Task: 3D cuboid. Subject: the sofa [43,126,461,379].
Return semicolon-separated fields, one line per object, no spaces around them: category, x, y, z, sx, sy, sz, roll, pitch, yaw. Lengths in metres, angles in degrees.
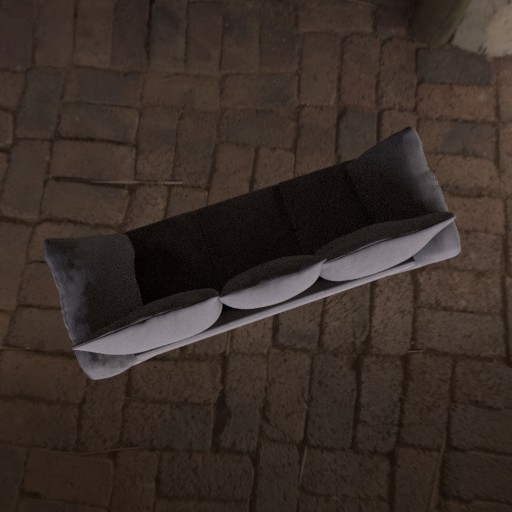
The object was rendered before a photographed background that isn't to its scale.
sofa;0.000;0.000;2.857;2.377;0.981;0.893;-18;77;-4
